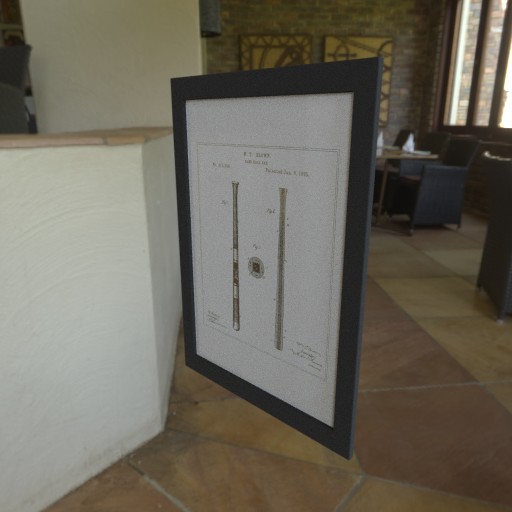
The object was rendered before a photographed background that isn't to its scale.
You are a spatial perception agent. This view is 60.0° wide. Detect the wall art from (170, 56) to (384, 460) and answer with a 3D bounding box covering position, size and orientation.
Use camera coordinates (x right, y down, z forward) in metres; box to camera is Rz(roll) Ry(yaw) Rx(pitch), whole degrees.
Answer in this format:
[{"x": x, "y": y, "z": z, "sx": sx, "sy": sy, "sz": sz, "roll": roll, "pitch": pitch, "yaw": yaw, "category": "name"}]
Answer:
[{"x": 0.000, "y": 0.000, "z": 0.679, "sx": 0.374, "sy": 0.529, "sz": 0.012, "roll": 15, "pitch": 23, "yaw": 41, "category": "wall art"}]
